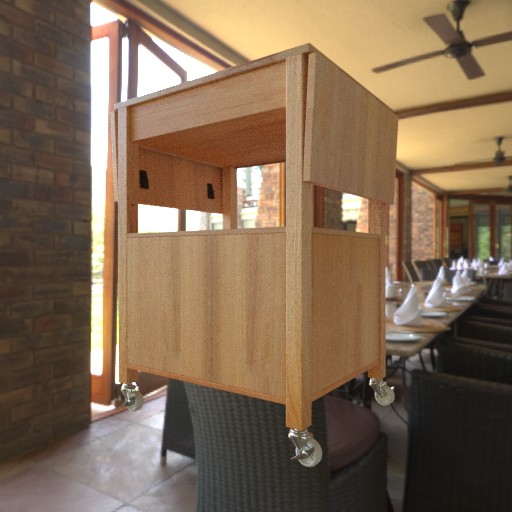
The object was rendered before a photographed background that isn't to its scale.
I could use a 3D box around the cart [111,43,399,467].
[{"bbox_3d":[0.000,0.000,1.245,0.640,0.838,0.508,0,0,36],"label":"cart"}]
